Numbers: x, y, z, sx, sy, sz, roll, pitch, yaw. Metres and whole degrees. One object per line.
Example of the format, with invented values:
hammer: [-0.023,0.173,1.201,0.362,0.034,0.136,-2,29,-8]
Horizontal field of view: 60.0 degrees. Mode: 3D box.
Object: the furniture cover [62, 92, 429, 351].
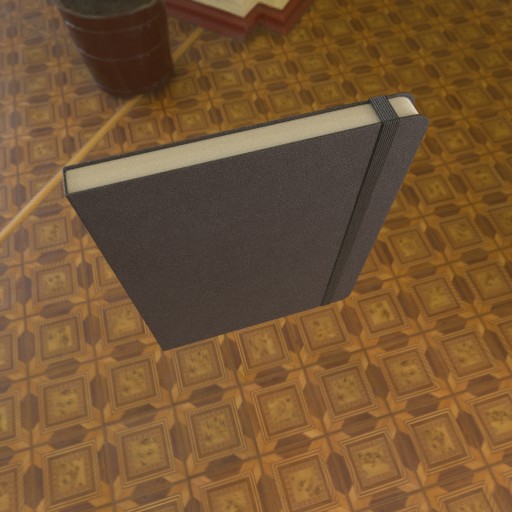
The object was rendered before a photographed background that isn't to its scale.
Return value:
furniture cover: [0.000,0.000,0.375,0.216,0.281,0.023,-15,62,-8]
